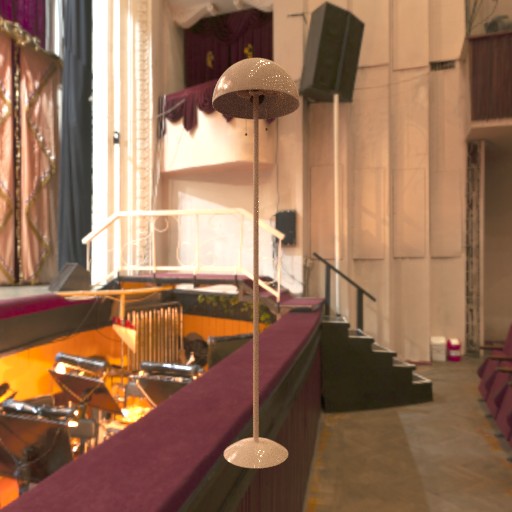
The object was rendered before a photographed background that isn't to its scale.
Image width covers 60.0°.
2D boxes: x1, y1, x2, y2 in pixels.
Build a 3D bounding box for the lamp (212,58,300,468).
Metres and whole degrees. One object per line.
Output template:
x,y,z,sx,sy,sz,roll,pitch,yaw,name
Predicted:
0.000,0.000,1.667,0.328,1.480,0.328,0,0,19,lamp
